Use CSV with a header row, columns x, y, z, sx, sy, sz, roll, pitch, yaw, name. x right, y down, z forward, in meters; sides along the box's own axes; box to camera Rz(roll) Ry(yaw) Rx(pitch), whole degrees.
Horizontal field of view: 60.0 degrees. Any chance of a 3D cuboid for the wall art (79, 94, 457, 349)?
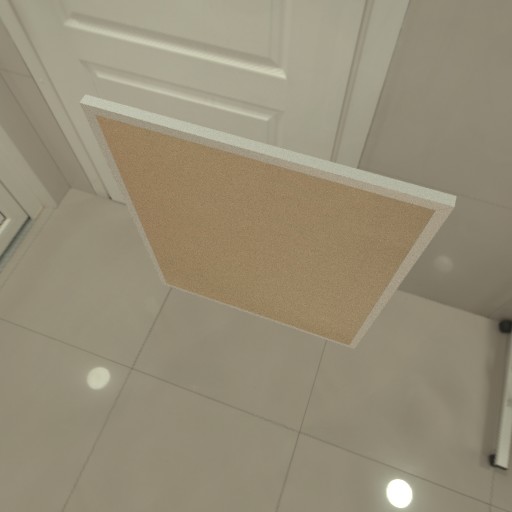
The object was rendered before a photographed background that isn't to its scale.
x,y,z,sx,sy,sz,roll,pitch,yaw,name
0.000,0.000,0.631,0.382,0.456,0.013,18,64,9,wall art
